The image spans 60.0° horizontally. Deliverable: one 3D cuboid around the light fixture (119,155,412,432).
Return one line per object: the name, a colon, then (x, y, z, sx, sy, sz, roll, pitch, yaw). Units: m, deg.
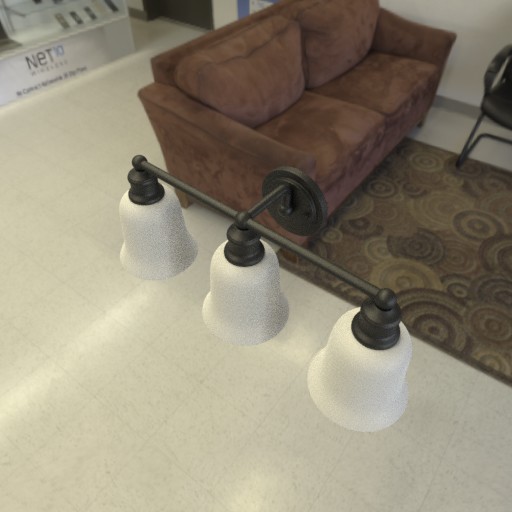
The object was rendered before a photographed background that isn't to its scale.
light fixture: (0.000, 0.000, 0.678, 0.570, 0.211, 0.198, 31, 53, 26)
